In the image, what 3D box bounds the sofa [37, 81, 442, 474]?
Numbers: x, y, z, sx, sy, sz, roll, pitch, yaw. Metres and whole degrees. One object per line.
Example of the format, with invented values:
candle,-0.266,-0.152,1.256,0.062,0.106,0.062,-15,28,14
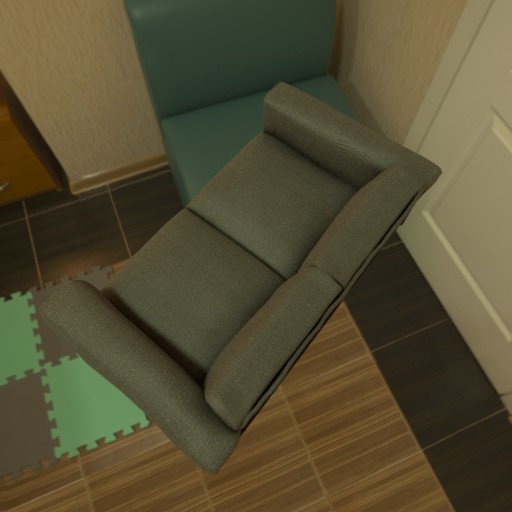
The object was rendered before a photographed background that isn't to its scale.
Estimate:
sofa,0.000,0.000,2.130,0.960,0.656,1.690,36,69,16
